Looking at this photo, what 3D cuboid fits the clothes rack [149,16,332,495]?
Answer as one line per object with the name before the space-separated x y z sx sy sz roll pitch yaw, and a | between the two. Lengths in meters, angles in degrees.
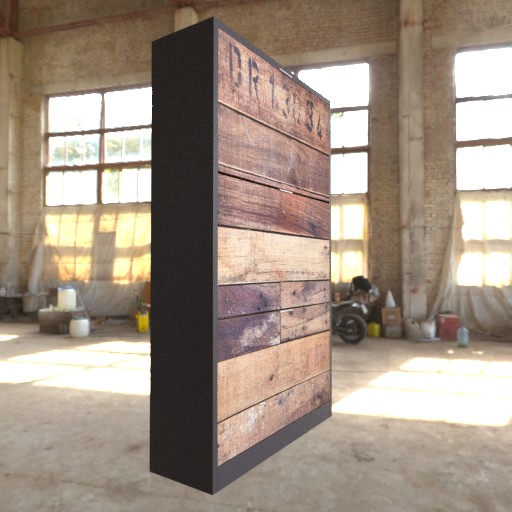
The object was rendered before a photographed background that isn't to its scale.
clothes rack | 0.000 0.000 1.558 0.250 1.280 0.750 -1 -1 34
